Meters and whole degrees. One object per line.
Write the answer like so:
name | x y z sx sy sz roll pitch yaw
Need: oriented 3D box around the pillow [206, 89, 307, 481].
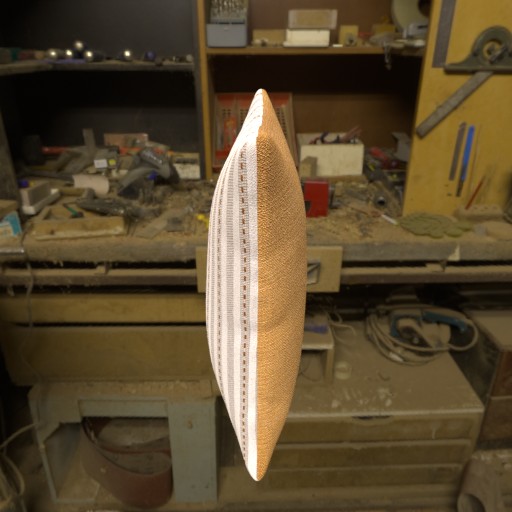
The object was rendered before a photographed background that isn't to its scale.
pillow | 0.000 0.000 0.664 0.147 0.437 0.432 0 27 0
